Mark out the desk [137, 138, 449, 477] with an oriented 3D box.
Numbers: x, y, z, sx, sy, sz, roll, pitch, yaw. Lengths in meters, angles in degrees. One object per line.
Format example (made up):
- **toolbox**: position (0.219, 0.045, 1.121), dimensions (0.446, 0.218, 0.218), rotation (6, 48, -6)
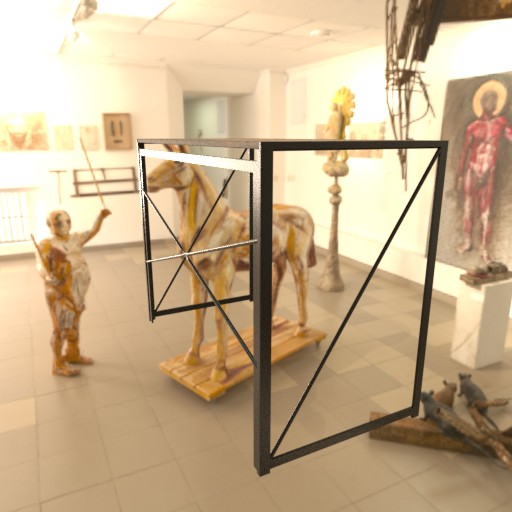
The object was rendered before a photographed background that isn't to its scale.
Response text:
- **desk**: position (0.000, 0.000, 1.469), dimensions (0.505, 0.747, 1.015), rotation (-8, 17, -26)
